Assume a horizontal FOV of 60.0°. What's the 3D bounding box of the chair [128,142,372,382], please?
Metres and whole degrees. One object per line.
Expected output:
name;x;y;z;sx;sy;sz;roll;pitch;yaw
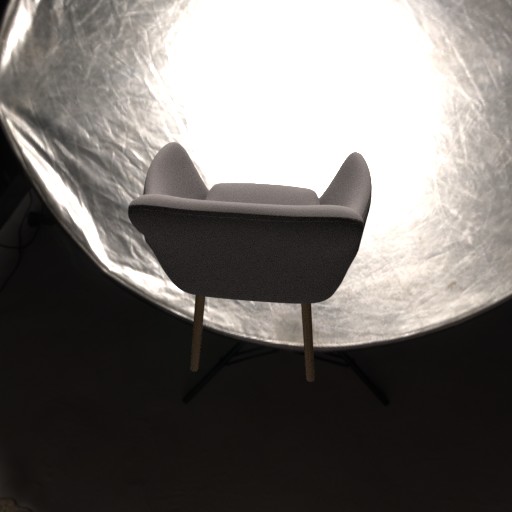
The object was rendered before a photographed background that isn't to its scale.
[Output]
chair;0.000;0.000;1.246;0.570;0.830;0.590;4;47;4
